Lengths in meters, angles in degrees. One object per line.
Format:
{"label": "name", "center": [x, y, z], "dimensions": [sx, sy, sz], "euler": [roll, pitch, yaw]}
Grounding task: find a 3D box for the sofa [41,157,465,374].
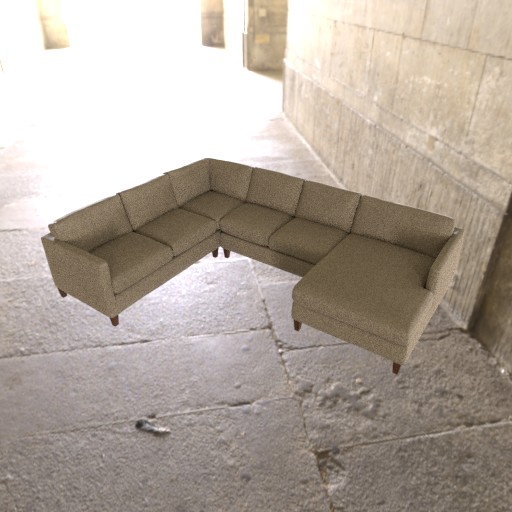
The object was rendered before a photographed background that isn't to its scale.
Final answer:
{"label": "sofa", "center": [0.000, 0.000, 4.557], "dimensions": [3.460, 0.959, 2.593], "euler": [20, 37, 29]}
